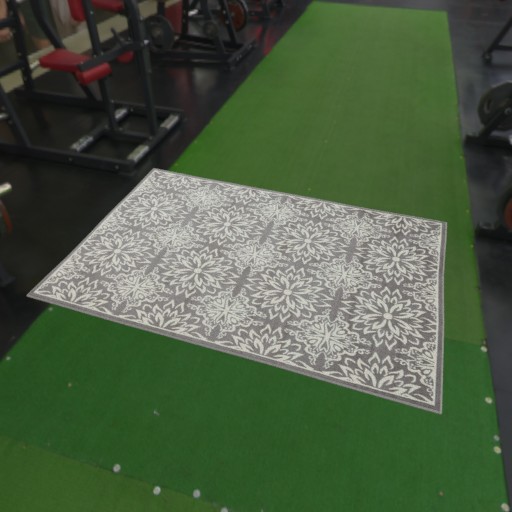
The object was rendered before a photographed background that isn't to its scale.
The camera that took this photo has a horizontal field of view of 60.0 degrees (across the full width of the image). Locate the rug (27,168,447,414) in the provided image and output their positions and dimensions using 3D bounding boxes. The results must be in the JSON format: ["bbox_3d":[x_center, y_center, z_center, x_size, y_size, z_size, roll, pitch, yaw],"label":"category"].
[{"bbox_3d":[0.000,0.000,2.274,1.847,0.012,1.224,13,43,14],"label":"rug"}]
